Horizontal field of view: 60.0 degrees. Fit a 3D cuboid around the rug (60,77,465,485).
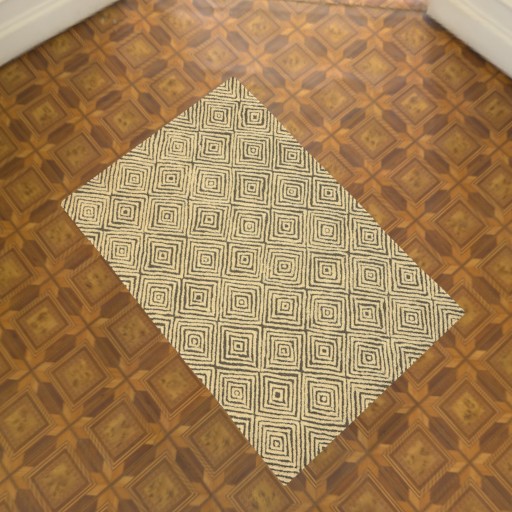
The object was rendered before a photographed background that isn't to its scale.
[{"bbox_3d":[0.000,0.000,2.213,1.177,0.004,1.750,-40,78,-10],"label":"rug"}]
